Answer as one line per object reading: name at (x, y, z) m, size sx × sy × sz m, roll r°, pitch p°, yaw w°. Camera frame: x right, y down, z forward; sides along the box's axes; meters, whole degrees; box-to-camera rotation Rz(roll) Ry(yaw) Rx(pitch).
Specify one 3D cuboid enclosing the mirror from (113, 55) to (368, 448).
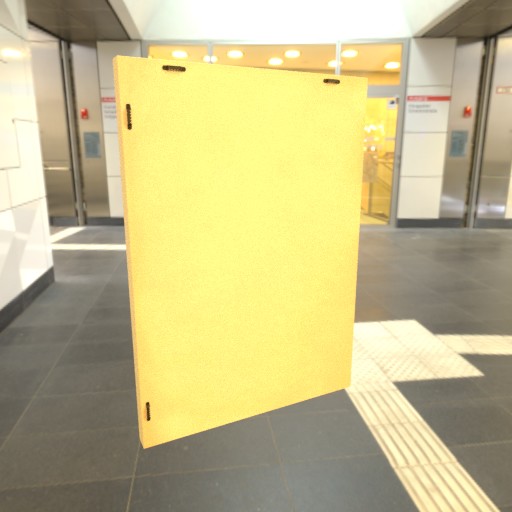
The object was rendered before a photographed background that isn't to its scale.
mirror at (0.000, 0.000, 0.904) m, size 0.507 × 0.710 × 0.040 m, roll -7°, pitch 15°, yaw -26°
